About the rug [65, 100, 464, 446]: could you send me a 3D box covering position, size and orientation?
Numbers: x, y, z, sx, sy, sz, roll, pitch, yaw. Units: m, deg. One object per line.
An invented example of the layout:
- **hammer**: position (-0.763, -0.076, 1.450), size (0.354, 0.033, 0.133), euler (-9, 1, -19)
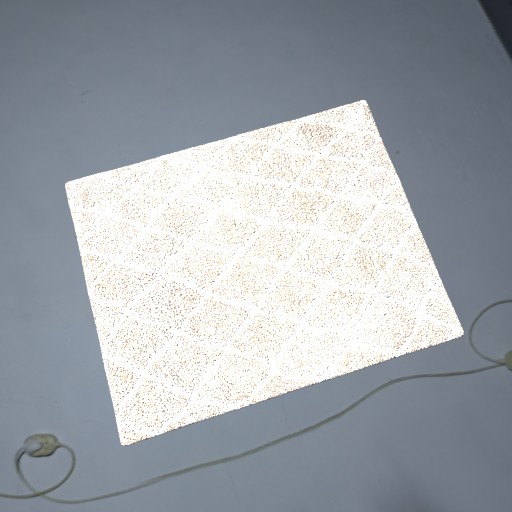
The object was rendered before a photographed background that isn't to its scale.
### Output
- **rug**: position (0.000, 0.000, 4.028), size (3.047, 0.029, 2.438), euler (-17, 76, -4)
